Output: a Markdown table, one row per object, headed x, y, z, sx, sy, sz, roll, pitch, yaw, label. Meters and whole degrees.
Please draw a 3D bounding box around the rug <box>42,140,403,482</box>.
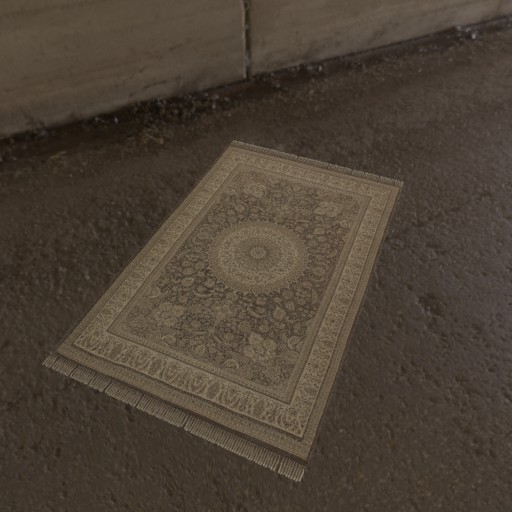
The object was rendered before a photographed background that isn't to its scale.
| x | y | z | sx | sy | sz | roll | pitch | yaw | label |
| --- | --- | --- | --- | --- | --- | --- | --- | --- | --- |
| 0.000 | 0.000 | 2.991 | 1.528 | 0.010 | 2.440 | 18 | 49 | 16 | rug |
